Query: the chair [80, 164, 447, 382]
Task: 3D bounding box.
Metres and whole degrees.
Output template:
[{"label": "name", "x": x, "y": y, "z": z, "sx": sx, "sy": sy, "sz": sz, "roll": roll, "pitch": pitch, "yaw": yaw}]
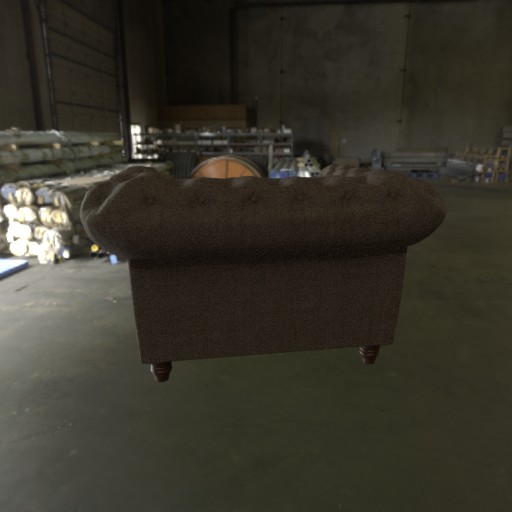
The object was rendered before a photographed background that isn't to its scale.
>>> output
[{"label": "chair", "x": 0.000, "y": 0.000, "z": 1.943, "sx": 1.298, "sy": 0.780, "sz": 0.945, "roll": -2, "pitch": 16, "yaw": -9}]
